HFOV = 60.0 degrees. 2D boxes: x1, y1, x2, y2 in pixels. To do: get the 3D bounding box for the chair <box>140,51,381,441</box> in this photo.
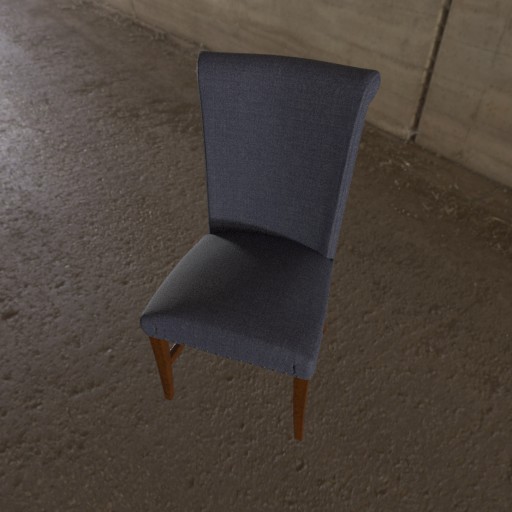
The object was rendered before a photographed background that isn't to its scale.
[{"bbox_3d":[0.000,0.000,1.340,0.513,0.988,0.608,12,44,13],"label":"chair"}]
